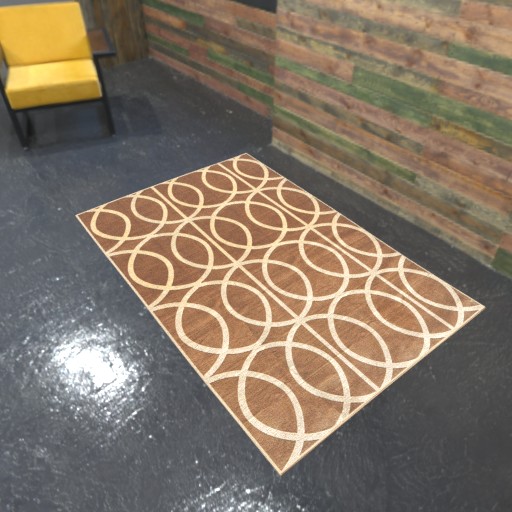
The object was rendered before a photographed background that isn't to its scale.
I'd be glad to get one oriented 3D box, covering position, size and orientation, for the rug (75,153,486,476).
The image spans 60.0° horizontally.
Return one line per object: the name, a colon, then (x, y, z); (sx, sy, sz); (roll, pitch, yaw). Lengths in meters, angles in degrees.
rug: (0.000, 0.000, 2.841); (1.528, 0.014, 2.294); (-27, 48, -27)
